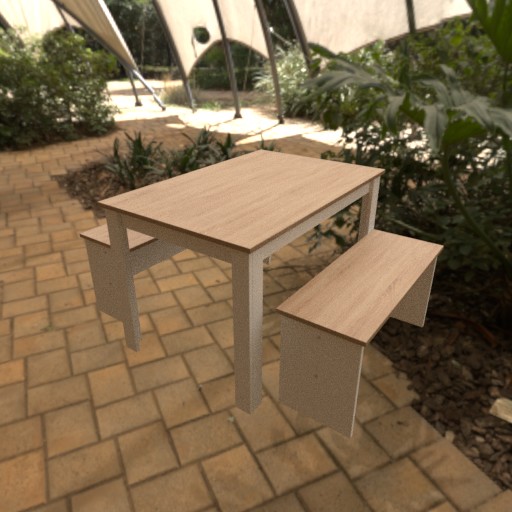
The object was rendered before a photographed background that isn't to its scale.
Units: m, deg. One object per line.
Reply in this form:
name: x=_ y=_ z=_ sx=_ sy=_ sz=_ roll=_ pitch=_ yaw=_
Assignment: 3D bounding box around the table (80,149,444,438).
table: x=0.000 y=0.000 z=2.077 sx=1.443 sy=0.700 sz=1.100 roll=18 pitch=31 yaw=31
